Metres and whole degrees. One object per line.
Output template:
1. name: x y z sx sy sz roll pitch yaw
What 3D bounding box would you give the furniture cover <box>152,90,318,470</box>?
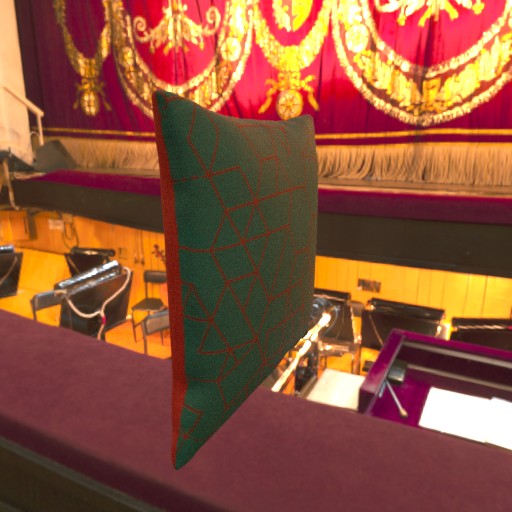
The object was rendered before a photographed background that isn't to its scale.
1. furniture cover: 0.000 0.000 0.787 0.158 0.508 0.517 7 16 25
